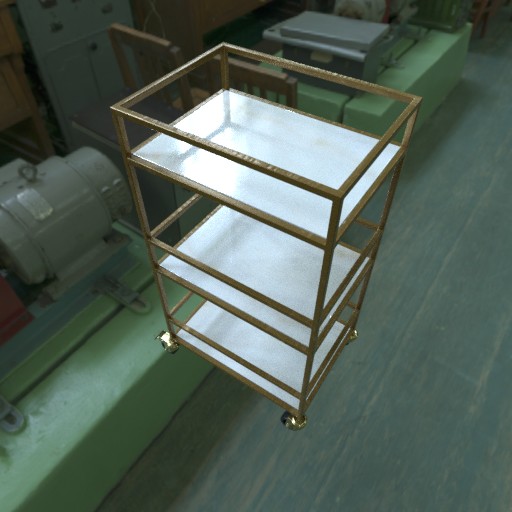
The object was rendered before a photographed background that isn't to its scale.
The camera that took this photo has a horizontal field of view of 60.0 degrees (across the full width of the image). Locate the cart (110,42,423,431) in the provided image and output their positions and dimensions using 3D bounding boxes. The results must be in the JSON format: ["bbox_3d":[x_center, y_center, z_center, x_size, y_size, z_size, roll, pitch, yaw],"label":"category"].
[{"bbox_3d":[0.000,0.000,1.003,0.483,0.761,0.332,26,52,22],"label":"cart"}]
